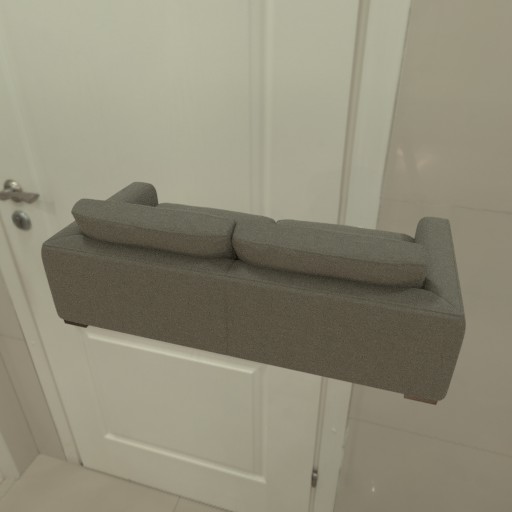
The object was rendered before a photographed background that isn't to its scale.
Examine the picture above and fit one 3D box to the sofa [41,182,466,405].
[{"bbox_3d":[0.000,0.000,2.708,2.262,0.801,1.070,9,32,15],"label":"sofa"}]
